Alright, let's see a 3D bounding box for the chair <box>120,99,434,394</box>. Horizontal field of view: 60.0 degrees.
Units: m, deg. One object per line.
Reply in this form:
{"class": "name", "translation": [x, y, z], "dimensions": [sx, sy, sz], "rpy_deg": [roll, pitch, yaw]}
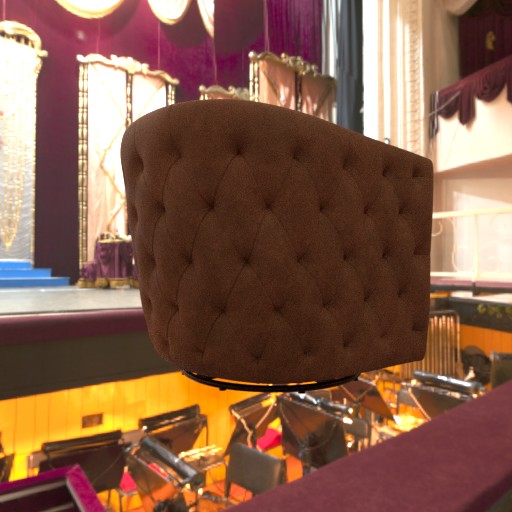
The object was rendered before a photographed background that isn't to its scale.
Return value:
{"class": "chair", "translation": [0.000, 0.000, 1.521], "dimensions": [0.870, 0.790, 0.850], "rpy_deg": [1, -1, -37]}
